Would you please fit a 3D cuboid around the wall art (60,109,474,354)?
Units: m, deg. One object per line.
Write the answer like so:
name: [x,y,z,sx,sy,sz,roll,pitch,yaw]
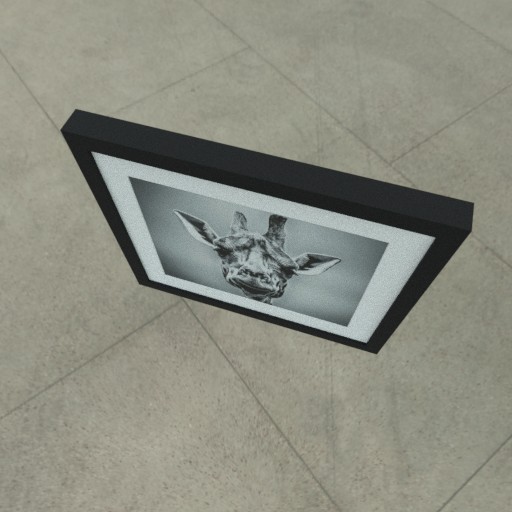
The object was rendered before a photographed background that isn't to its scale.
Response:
wall art: [0.000,0.000,0.542,0.381,0.330,0.031,15,61,9]
